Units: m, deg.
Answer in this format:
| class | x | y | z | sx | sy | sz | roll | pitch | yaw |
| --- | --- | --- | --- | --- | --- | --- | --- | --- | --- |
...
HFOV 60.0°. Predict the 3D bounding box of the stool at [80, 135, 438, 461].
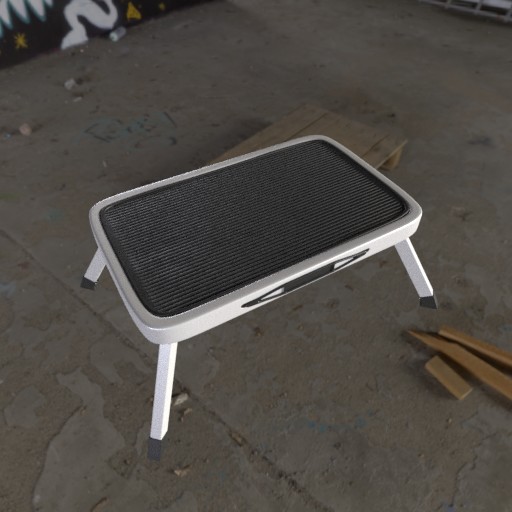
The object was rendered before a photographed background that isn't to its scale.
| class | x | y | z | sx | sy | sz | roll | pitch | yaw |
| --- | --- | --- | --- | --- | --- | --- | --- | --- | --- |
| stool | 0.000 | 0.000 | 0.622 | 0.460 | 0.170 | 0.320 | -22 | 49 | -21 |
